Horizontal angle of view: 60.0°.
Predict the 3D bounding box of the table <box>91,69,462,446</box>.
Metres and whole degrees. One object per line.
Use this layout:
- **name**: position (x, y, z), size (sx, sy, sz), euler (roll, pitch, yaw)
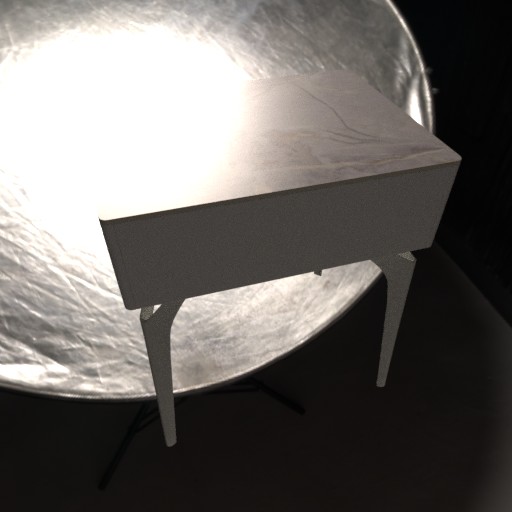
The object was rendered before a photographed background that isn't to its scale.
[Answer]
- **table**: position (0.000, 0.000, 0.899), size (0.500, 0.570, 0.400), euler (-11, 43, -12)
